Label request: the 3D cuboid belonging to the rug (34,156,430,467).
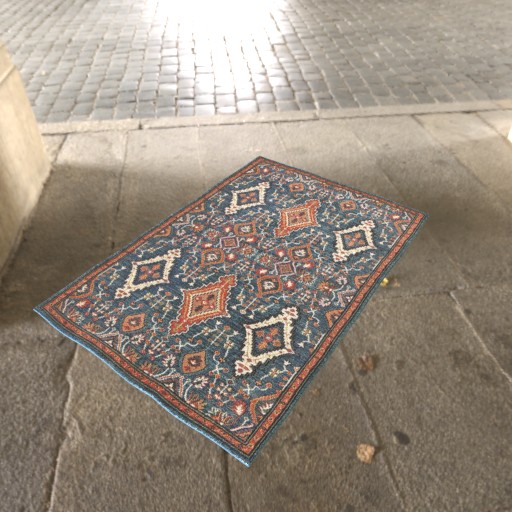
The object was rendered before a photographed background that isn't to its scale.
[{"bbox_3d":[0.000,0.000,3.024,1.622,0.009,2.373,25,47,26],"label":"rug"}]
